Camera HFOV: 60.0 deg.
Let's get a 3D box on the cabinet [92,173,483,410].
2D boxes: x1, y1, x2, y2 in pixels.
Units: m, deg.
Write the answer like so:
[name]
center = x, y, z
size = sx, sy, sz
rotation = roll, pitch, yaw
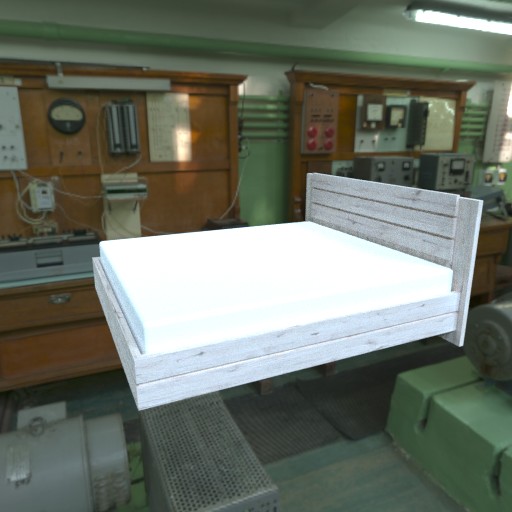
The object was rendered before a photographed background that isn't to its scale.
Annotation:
[cabinet]
center = 0.000, 0.000, 3.195
size = 2.080, 0.970, 1.950
rotation = -7, 17, -24
